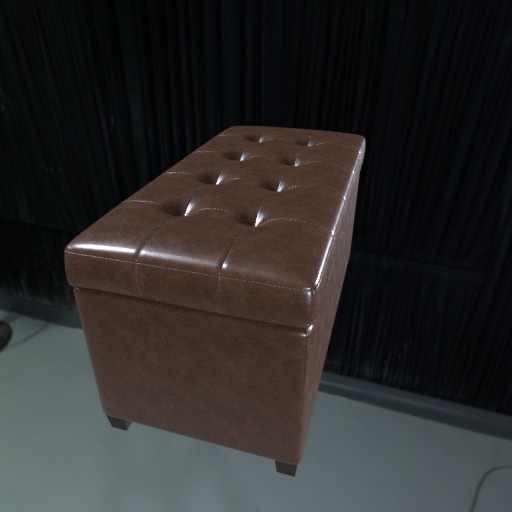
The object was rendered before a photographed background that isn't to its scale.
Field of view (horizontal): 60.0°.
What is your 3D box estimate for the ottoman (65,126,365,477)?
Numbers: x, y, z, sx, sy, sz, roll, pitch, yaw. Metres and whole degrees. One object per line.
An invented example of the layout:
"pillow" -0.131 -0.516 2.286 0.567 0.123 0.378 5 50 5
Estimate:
"ottoman" 0.000 0.000 1.117 0.432 0.470 0.838 9 31 14
